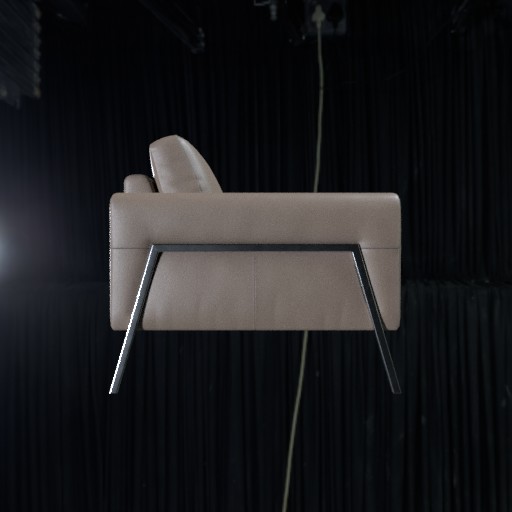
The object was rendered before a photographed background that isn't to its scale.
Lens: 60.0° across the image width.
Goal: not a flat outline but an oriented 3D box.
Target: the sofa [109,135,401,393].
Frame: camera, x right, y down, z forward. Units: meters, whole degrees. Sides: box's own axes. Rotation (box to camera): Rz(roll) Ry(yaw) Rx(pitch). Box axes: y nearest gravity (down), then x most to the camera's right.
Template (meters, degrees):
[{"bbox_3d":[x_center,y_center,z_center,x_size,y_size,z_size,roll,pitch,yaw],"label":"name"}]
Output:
[{"bbox_3d":[0.000,0.000,2.409,0.953,0.875,2.017,0,0,0],"label":"sofa"}]
